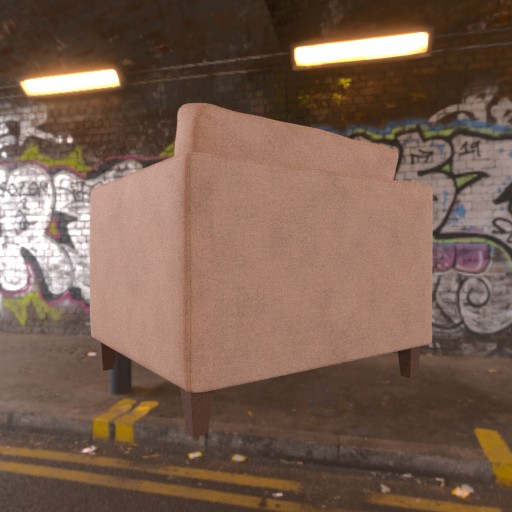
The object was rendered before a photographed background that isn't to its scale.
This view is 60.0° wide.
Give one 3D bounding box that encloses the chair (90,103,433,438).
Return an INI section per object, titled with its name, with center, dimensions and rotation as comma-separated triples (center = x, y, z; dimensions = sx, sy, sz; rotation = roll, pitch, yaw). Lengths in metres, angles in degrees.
[chair]
center = 0.000, 0.000, 1.844
dimensions = 1.133, 0.961, 0.959
rotation = -1, 1, -36
